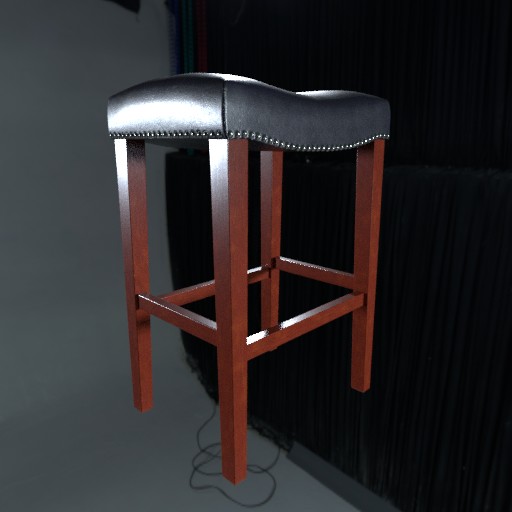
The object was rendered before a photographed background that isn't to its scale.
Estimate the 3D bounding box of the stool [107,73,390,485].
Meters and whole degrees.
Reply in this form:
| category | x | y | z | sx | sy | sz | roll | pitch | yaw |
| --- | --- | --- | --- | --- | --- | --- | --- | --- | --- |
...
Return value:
| category | x | y | z | sx | sy | sz | roll | pitch | yaw |
| --- | --- | --- | --- | --- | --- | --- | --- | --- | --- |
| stool | 0.000 | 0.000 | 1.027 | 0.372 | 0.742 | 0.504 | 14 | 20 | 43 |
